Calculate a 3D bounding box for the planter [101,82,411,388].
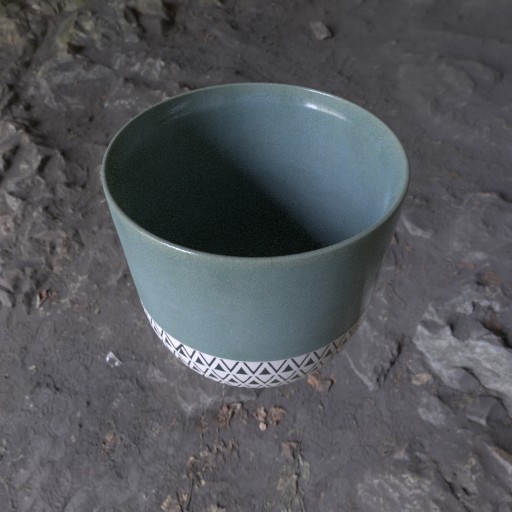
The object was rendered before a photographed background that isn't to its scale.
[{"bbox_3d":[0.000,0.000,0.488,0.266,0.270,0.266,0,47,0],"label":"planter"}]
